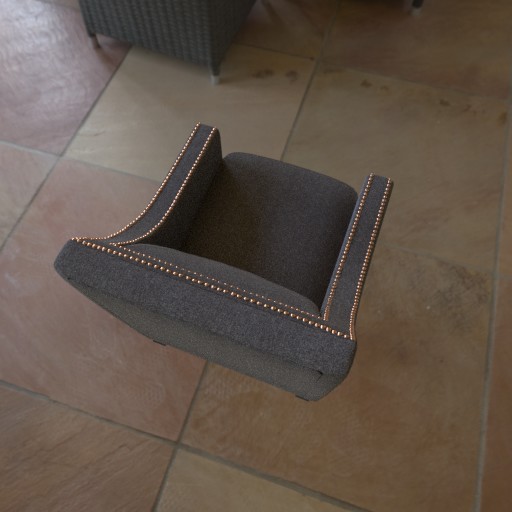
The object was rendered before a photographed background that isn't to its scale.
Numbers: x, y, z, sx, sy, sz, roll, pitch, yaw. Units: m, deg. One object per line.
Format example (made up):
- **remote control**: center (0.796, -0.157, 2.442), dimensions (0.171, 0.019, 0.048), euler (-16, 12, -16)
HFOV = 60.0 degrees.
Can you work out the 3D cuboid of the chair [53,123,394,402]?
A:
- **chair**: center (0.000, 0.000, 1.629), dimensions (0.776, 0.967, 0.884), euler (19, 65, 9)
